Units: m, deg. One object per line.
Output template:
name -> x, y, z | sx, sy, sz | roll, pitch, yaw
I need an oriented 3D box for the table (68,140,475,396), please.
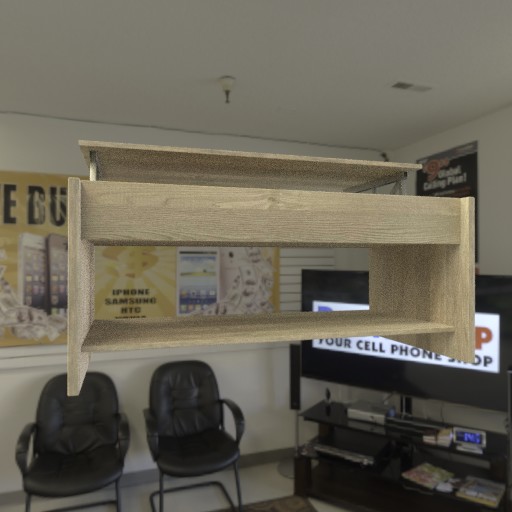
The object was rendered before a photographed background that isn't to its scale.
table -> 0.000, 0.000, 1.373 | 1.000, 0.570, 0.712 | 0, 0, -17
